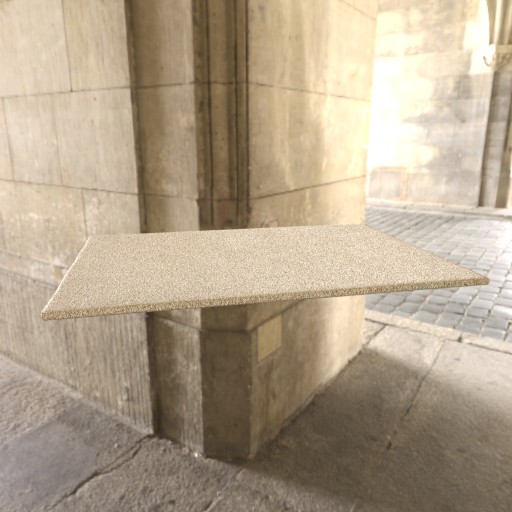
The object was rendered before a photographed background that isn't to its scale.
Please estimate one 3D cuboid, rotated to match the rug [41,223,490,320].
[{"bbox_3d":[0.000,0.000,2.270,1.778,0.030,1.219,-3,16,-12],"label":"rug"}]
